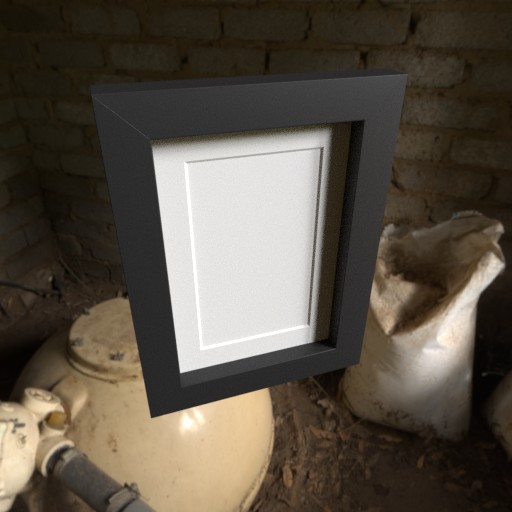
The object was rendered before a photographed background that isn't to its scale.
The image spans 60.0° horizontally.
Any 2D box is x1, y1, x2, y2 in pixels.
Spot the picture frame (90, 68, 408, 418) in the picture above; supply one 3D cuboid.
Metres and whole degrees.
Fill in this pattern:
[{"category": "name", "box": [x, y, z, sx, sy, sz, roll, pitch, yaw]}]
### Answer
[{"category": "picture frame", "box": [0.000, 0.000, 0.274, 0.157, 0.208, 0.028, -10, 33, -16]}]
